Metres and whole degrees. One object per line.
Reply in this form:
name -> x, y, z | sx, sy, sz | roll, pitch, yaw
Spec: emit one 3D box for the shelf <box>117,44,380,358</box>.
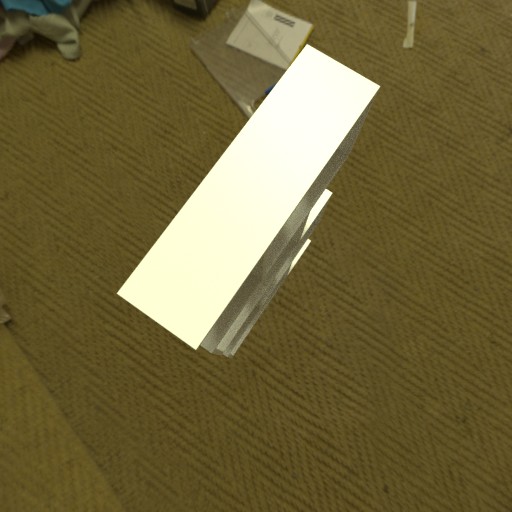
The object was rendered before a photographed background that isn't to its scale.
shelf -> 0.000, 0.000, 1.994 | 0.250, 1.650, 0.890 | 34, 79, 8
